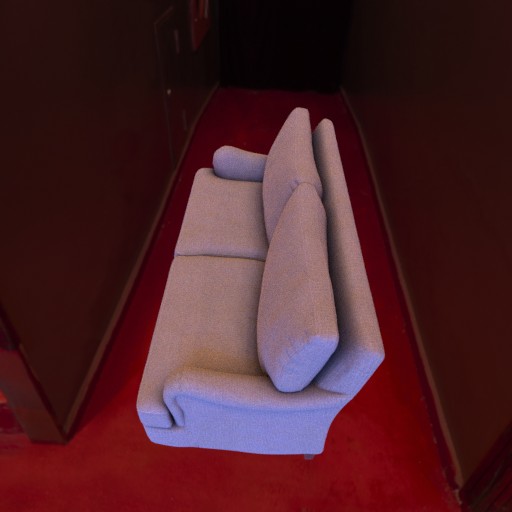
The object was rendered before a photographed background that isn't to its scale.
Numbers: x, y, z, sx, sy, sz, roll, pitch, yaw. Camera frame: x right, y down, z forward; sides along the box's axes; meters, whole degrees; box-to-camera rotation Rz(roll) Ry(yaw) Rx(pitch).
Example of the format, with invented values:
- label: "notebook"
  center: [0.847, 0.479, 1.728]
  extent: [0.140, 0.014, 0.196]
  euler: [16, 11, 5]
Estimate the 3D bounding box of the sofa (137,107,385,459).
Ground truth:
- label: "sofa"
  center: [0.000, 0.000, 2.786]
  extent: [1.069, 1.096, 2.193]
  euler: [1, 41, 1]
